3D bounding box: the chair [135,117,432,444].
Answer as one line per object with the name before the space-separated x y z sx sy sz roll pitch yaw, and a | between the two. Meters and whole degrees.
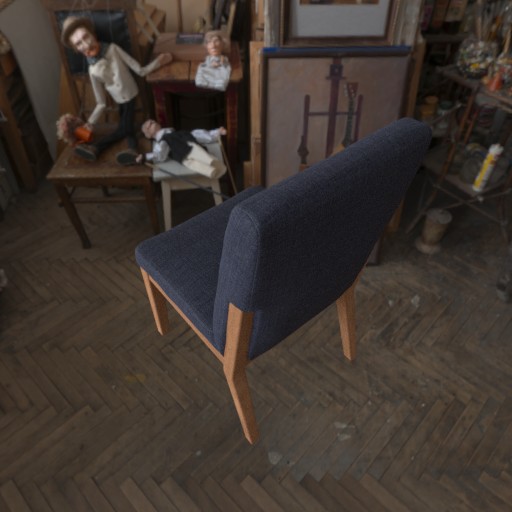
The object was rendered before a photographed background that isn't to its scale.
chair | 0.000 0.000 1.266 0.507 0.911 0.586 -31 54 -27
